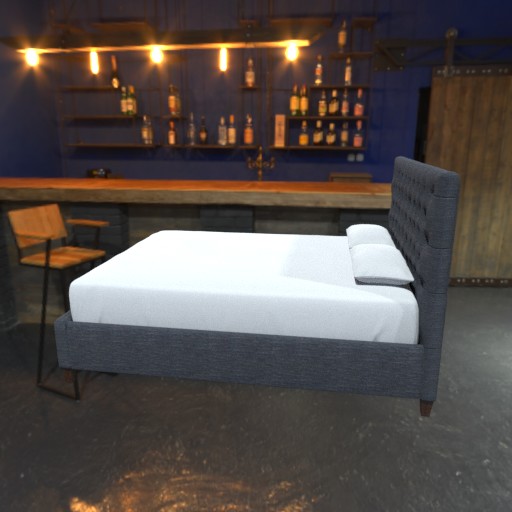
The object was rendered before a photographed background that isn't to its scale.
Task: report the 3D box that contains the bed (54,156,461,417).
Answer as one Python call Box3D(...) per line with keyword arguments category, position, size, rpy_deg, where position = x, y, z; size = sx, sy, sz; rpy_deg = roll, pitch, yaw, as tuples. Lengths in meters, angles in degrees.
Box3D(category="bed", position=(0.000, 0.000, 3.381), size=(2.387, 1.427, 1.698), rpy_deg=(2, 16, 9))
